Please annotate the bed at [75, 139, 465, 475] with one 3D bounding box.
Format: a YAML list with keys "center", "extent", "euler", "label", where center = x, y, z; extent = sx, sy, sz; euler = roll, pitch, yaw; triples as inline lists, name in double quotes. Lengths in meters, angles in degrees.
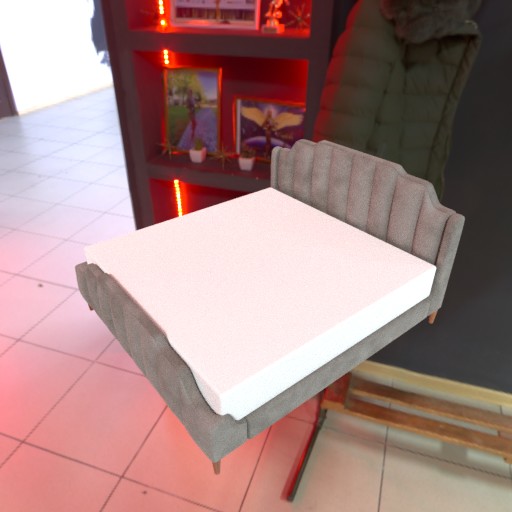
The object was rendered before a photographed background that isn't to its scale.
- center: [0.000, 0.000, 3.555]
  extent: [2.340, 1.245, 2.074]
  euler: [-23, 38, -32]
  label: "bed"
